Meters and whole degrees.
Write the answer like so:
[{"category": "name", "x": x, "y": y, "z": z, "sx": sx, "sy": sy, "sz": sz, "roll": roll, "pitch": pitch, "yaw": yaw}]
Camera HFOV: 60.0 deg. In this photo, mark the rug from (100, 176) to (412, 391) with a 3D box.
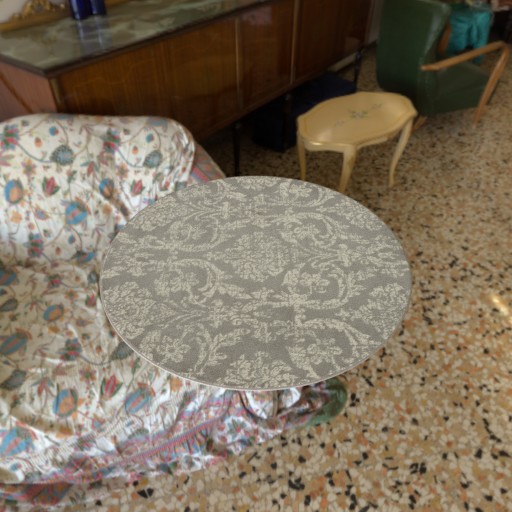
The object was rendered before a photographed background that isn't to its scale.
[{"category": "rug", "x": 0.000, "y": 0.000, "z": 2.335, "sx": 1.593, "sy": 0.012, "sz": 1.593, "roll": 0, "pitch": 42, "yaw": 0}]
